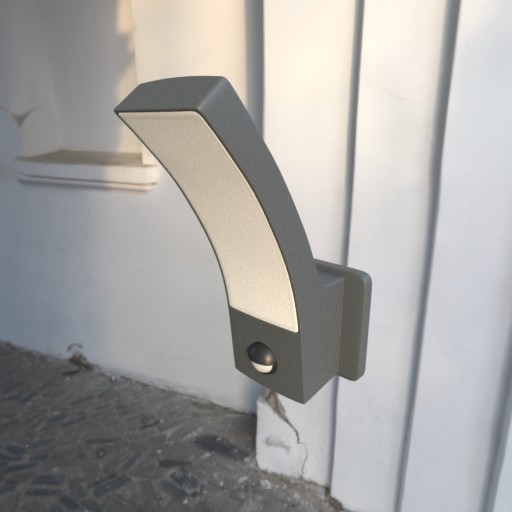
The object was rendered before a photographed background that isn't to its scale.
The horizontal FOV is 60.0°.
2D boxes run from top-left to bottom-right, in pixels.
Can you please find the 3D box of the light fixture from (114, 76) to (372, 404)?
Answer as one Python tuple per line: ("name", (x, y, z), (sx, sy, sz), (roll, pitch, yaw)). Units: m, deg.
("light fixture", (0.000, 0.000, 0.334), (0.108, 0.243, 0.174), (16, 23, 41))
